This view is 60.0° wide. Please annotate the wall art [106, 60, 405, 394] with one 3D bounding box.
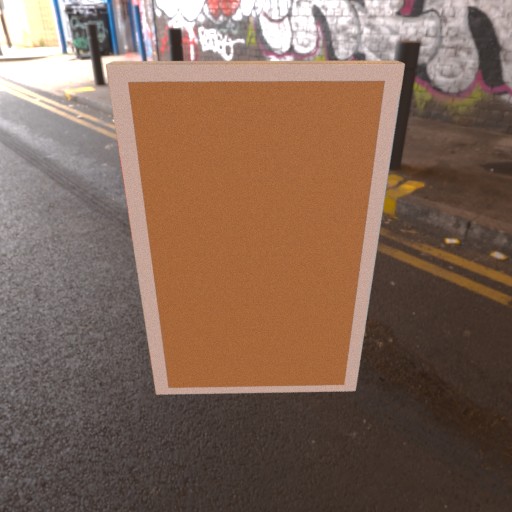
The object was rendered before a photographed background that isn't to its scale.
[{"bbox_3d":[0.000,0.000,0.756,0.401,0.610,0.038,-1,29,-1],"label":"wall art"}]
